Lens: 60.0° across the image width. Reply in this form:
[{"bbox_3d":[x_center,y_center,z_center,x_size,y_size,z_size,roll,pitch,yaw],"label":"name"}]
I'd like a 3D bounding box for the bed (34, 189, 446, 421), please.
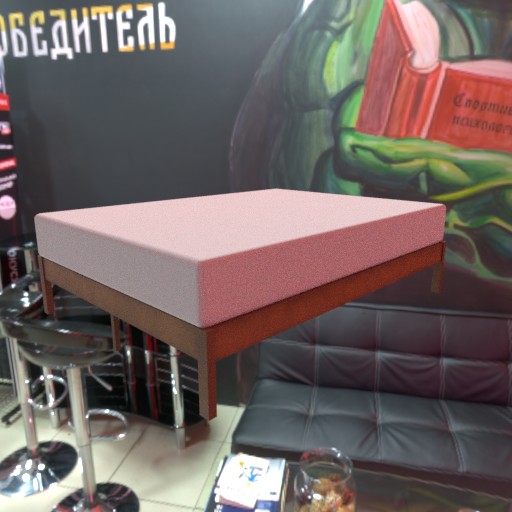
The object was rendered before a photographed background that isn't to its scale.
[{"bbox_3d":[0.000,0.000,2.756,1.529,0.593,2.050,14,20,43],"label":"bed"}]
